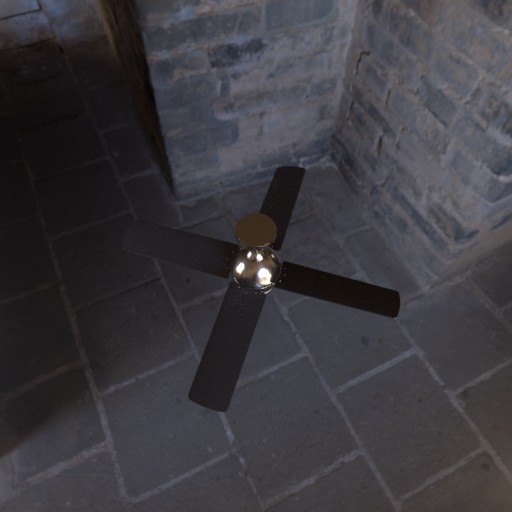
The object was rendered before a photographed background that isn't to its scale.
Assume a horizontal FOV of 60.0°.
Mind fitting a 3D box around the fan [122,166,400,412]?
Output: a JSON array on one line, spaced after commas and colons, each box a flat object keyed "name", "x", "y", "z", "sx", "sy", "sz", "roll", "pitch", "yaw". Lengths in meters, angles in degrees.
[{"name": "fan", "x": 0.000, "y": 0.000, "z": 1.981, "sx": 1.332, "sy": 0.403, "sz": 1.332, "roll": 15, "pitch": 59, "yaw": 9}]
